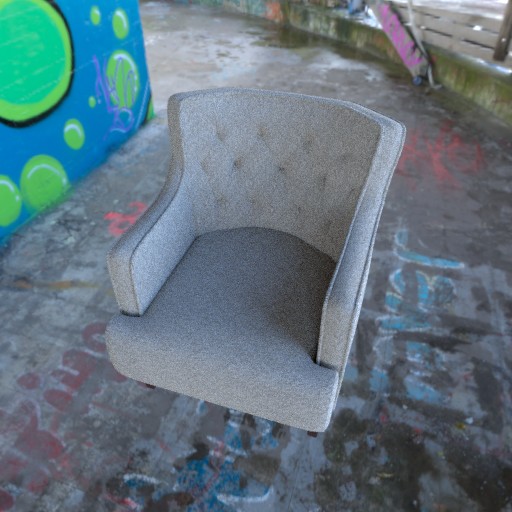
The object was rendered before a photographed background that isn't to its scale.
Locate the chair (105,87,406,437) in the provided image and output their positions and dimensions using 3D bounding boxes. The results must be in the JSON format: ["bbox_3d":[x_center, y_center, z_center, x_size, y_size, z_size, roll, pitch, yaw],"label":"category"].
[{"bbox_3d":[0.000,0.000,1.642,0.820,0.920,0.910,12,43,13],"label":"chair"}]
